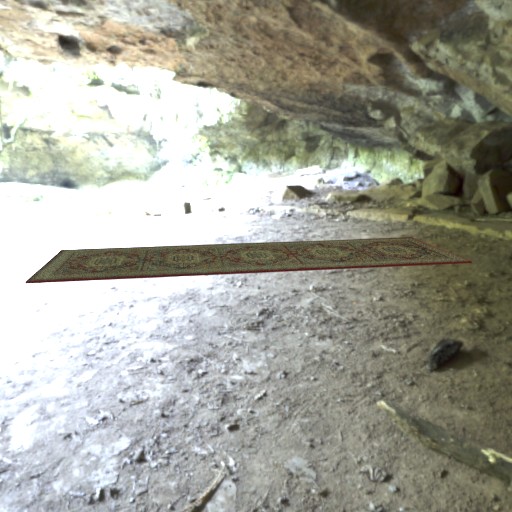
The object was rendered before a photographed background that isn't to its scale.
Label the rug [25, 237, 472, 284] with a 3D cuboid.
[{"bbox_3d":[0.000,0.000,2.561,2.292,0.015,0.659,-2,14,-9],"label":"rug"}]
